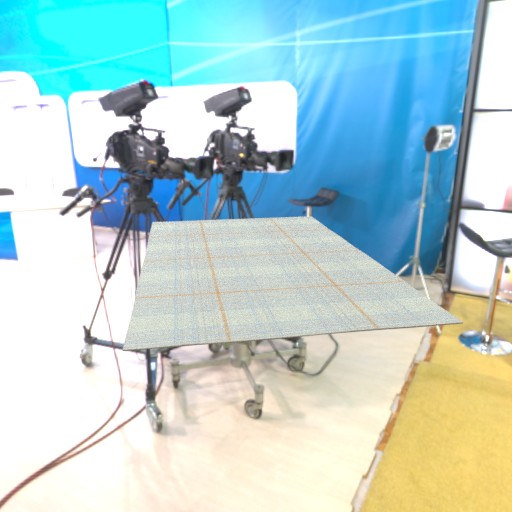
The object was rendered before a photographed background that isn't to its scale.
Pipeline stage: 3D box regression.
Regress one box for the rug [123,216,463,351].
[{"bbox_3d":[0.000,0.000,3.075,1.527,0.016,2.442,-3,17,-9],"label":"rug"}]
